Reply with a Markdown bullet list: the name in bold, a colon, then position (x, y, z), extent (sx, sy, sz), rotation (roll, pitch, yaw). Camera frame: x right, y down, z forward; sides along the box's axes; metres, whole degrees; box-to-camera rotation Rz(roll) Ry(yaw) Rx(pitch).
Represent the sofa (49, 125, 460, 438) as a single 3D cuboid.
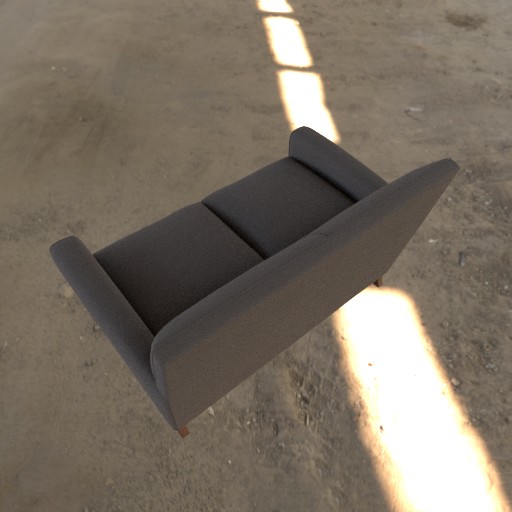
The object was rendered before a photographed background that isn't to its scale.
- **sofa**: position (0.000, 0.000, 1.949), extent (1.420, 0.846, 0.871), rotation (-31, 55, -26)
